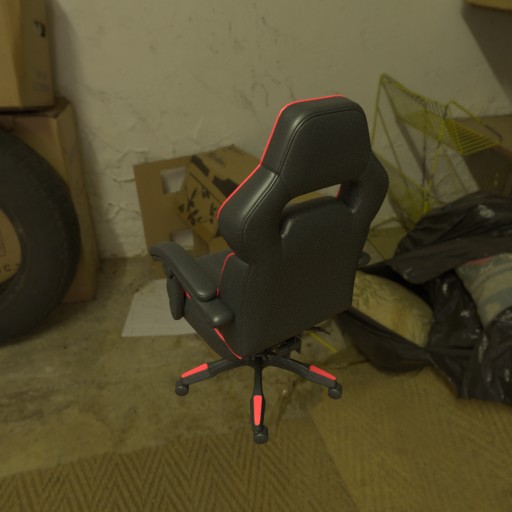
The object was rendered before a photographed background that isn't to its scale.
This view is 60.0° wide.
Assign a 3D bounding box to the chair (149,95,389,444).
[{"bbox_3d":[0.000,0.000,1.655,0.700,1.220,0.700,-20,36,-29],"label":"chair"}]
